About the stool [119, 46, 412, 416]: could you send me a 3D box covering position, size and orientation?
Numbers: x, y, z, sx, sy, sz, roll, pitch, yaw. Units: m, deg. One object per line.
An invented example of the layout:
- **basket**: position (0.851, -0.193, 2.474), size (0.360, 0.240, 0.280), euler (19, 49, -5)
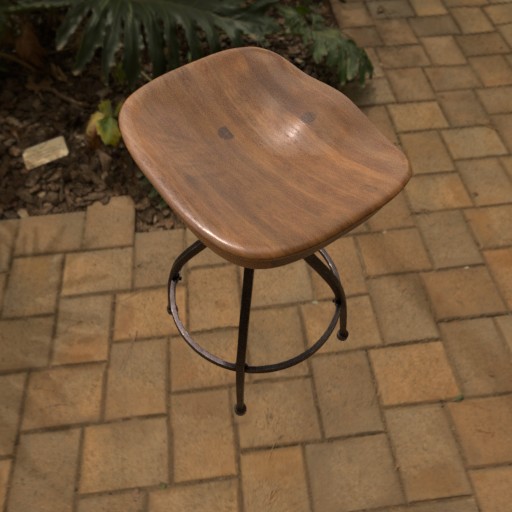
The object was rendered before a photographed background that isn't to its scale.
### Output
- **stool**: position (0.000, 0.000, 0.968), size (0.424, 0.694, 0.432), euler (-31, 62, -19)
